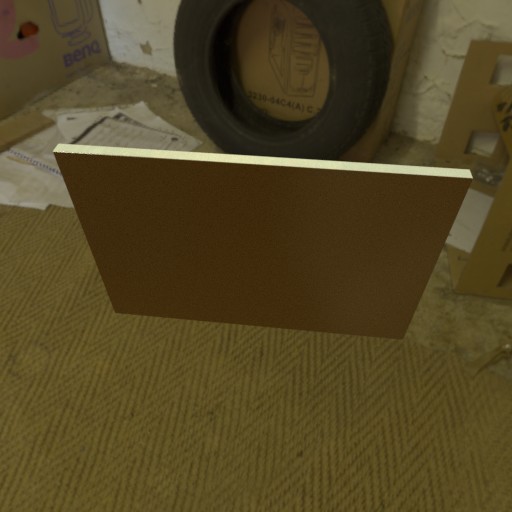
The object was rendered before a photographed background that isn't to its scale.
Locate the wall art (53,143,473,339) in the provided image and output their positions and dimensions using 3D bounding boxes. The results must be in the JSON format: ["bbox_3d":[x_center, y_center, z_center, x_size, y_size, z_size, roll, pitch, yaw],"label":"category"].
[{"bbox_3d":[0.000,0.000,1.490,1.145,0.762,0.041,5,47,4],"label":"wall art"}]
